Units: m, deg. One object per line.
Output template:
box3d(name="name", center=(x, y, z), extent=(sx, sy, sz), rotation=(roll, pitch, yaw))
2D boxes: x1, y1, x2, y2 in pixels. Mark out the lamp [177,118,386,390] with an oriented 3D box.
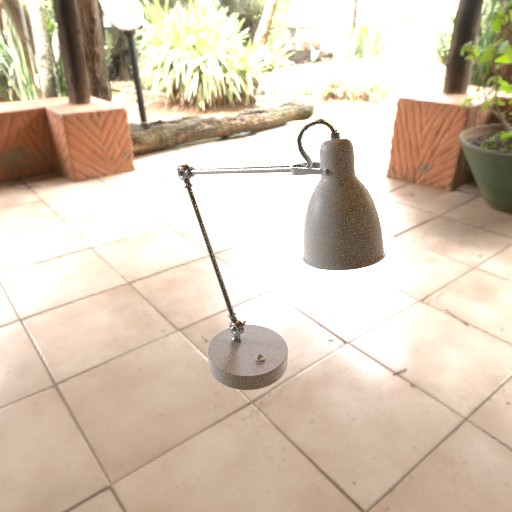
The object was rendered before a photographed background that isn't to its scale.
box3d(name="lamp", center=(0.000, 0.000, 0.890), extent=(0.187, 0.587, 0.561), rotation=(-21, 34, -34))
